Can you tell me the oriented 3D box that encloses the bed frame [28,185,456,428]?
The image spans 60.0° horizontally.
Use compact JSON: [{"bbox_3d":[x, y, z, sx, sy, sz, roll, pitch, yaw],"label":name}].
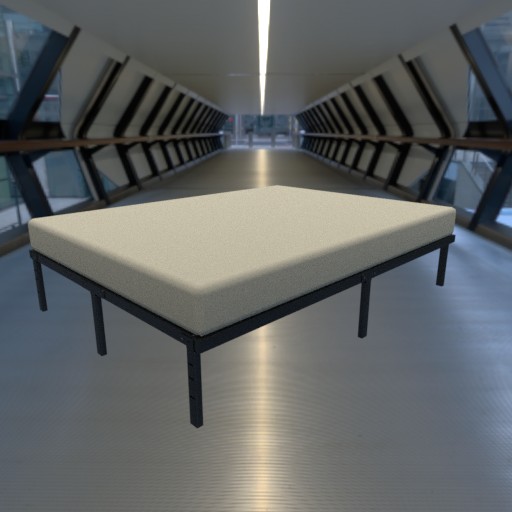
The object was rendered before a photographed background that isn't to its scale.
[{"bbox_3d":[0.000,0.000,3.425,2.635,0.680,1.990,-16,23,-43],"label":"bed frame"}]
